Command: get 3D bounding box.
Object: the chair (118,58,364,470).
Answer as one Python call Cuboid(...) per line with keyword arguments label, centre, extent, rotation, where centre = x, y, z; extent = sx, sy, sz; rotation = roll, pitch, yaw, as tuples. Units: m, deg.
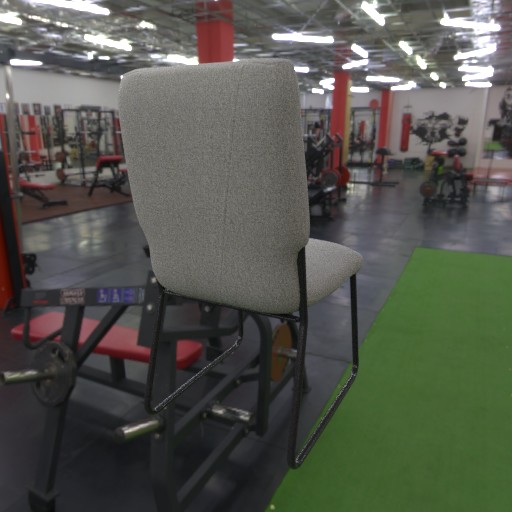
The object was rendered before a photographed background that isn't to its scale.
Cuboid(label="chair", centre=(0.000, 0.000, 1.146), extent=(0.448, 0.864, 0.560), rotation=(8, 18, 28))
